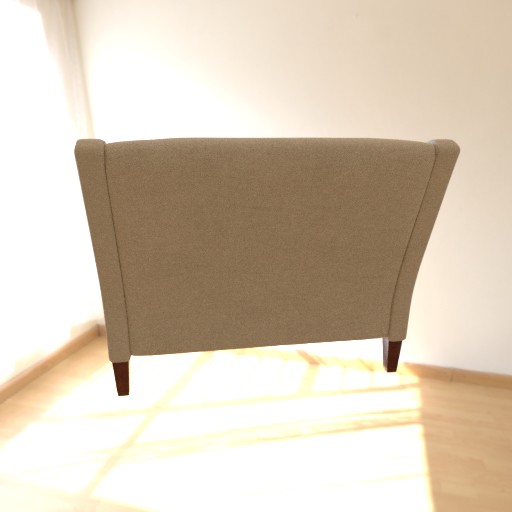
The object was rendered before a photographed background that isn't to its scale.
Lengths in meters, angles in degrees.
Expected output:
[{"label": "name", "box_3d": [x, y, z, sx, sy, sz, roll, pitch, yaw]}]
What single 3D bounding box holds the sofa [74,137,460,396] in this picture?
[{"label": "sofa", "box_3d": [0.000, 0.000, 1.904, 1.212, 0.976, 0.946, -2, 15, -9]}]
